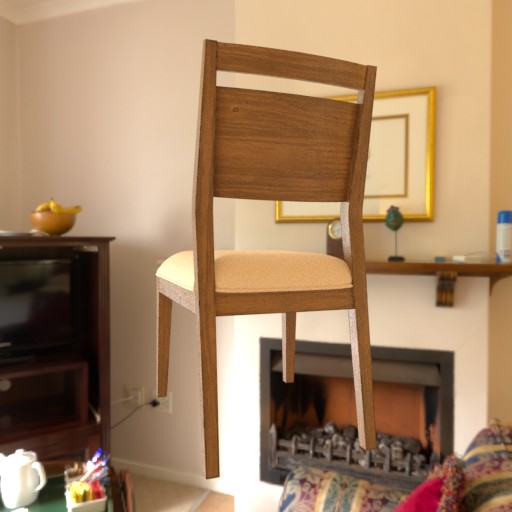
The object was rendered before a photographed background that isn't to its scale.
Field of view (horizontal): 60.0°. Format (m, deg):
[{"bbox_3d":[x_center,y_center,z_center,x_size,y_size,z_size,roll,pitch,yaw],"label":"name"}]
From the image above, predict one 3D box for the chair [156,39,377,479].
[{"bbox_3d":[0.000,0.000,1.273,0.497,0.939,0.610,0,1,-20],"label":"chair"}]
